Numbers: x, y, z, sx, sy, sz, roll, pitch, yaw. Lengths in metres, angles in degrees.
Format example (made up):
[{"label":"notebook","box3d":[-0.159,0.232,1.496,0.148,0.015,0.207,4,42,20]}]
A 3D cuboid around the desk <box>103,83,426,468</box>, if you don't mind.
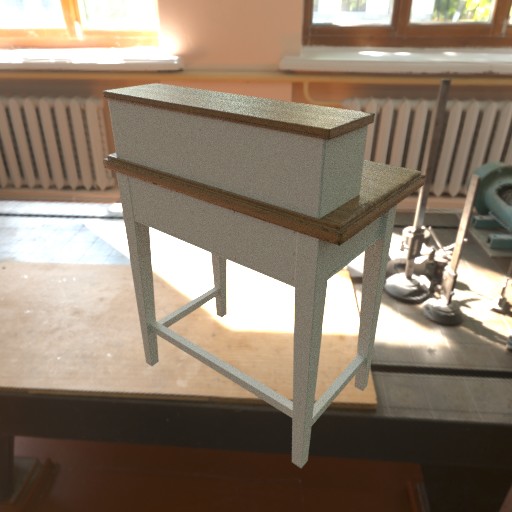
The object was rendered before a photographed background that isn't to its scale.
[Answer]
[{"label":"desk","box3d":[0.000,0.000,1.410,0.814,0.981,0.462,21,36,33]}]
